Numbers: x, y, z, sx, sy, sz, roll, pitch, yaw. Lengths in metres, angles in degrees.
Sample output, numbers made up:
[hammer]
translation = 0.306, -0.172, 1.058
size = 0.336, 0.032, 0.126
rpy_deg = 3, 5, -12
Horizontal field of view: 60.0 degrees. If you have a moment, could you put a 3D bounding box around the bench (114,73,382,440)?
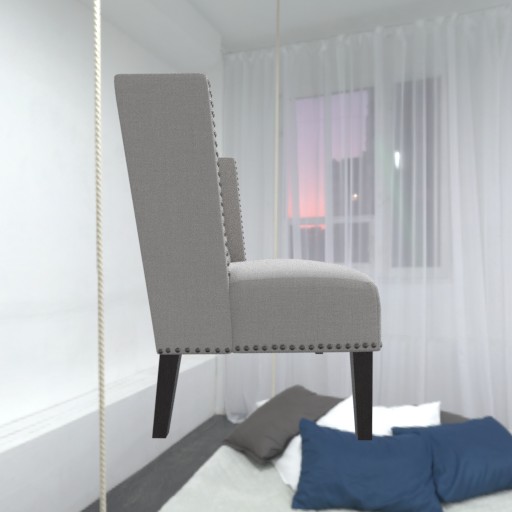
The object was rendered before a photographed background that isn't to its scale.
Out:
[bench]
translation = 0.000, 0.000, 1.969
size = 0.847, 1.123, 1.280
rpy_deg = 0, 0, 1
